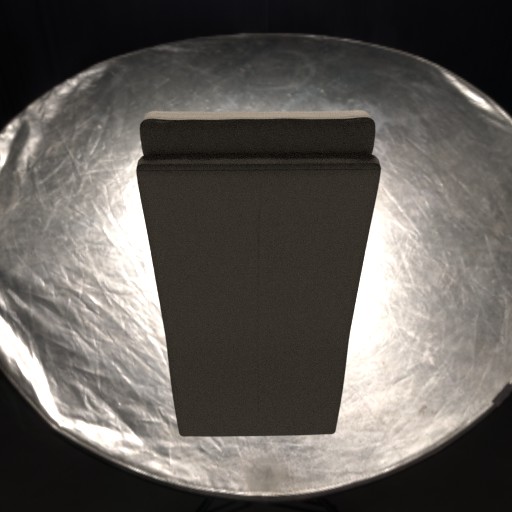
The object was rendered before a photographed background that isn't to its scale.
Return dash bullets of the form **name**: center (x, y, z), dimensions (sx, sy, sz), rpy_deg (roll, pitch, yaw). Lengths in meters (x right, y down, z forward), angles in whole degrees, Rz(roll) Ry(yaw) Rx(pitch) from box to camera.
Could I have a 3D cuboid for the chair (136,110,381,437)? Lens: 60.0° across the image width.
- **chair**: center (0.000, 0.000, 1.334), dimensions (0.503, 0.927, 0.698), rpy_deg (-1, 30, -1)
